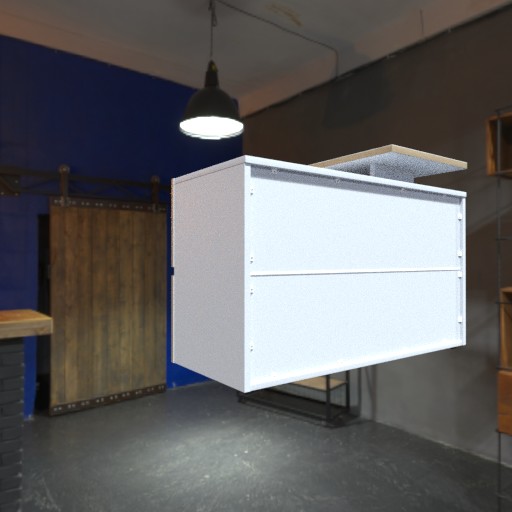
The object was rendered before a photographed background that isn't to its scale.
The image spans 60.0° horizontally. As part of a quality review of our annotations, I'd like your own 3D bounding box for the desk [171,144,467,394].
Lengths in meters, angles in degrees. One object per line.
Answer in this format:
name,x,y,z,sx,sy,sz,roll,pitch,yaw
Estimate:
desk,0.000,0.000,2.040,1.098,0.755,1.404,0,0,-36
